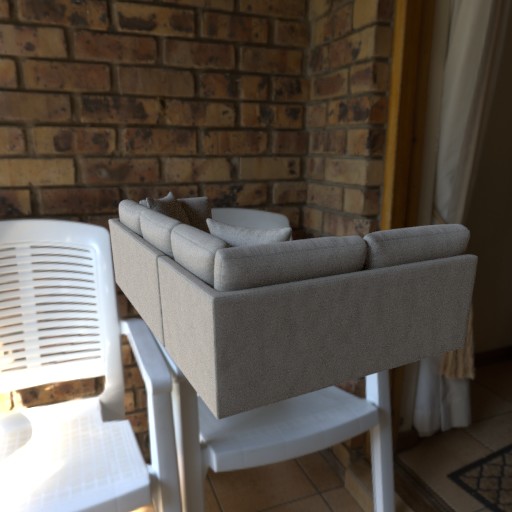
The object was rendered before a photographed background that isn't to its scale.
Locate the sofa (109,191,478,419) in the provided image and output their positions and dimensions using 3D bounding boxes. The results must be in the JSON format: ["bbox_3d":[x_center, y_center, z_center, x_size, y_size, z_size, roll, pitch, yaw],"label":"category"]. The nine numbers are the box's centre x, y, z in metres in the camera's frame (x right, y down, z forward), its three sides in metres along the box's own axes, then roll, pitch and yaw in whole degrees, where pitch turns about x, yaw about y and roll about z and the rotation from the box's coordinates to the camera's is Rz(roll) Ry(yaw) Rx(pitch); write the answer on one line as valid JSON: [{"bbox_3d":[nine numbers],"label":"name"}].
[{"bbox_3d":[0.000,0.000,3.901,1.994,0.978,2.896,-7,15,-27],"label":"sofa"}]
